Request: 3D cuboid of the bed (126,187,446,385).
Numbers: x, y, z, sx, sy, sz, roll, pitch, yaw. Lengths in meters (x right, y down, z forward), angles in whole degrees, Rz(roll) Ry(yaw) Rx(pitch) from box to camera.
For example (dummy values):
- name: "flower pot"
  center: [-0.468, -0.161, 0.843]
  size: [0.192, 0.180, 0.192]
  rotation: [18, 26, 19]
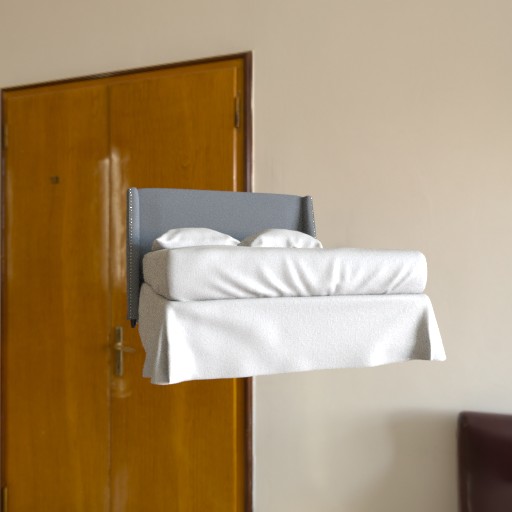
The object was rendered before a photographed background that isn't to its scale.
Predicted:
- name: "bed"
  center: [0.000, 0.000, 3.508]
  size: [1.925, 1.332, 2.276]
  rotation: [0, 0, -18]
